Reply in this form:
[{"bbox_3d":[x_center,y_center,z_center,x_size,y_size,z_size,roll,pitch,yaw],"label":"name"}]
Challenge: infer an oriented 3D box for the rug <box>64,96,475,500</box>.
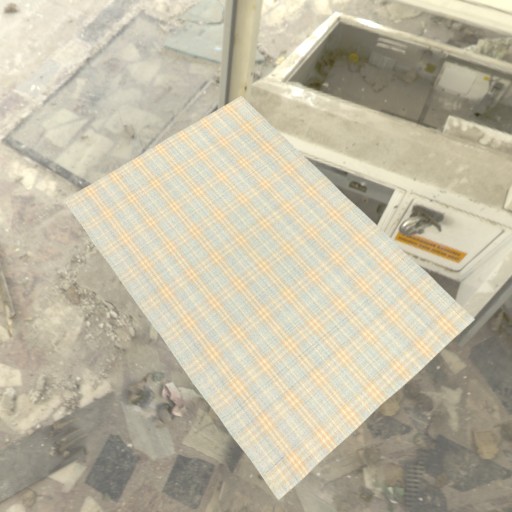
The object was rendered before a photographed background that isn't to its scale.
[{"bbox_3d":[0.000,0.000,2.263,1.231,0.012,1.835,-36,70,-16],"label":"rug"}]
